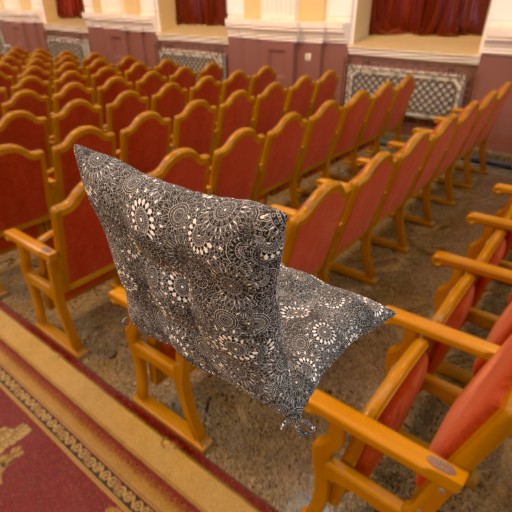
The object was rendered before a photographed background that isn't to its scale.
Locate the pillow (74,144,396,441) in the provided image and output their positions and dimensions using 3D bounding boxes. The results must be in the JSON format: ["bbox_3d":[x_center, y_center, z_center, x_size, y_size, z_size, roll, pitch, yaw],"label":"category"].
[{"bbox_3d":[0.000,0.000,1.016,0.541,0.536,0.585,22,37,33],"label":"pillow"}]
